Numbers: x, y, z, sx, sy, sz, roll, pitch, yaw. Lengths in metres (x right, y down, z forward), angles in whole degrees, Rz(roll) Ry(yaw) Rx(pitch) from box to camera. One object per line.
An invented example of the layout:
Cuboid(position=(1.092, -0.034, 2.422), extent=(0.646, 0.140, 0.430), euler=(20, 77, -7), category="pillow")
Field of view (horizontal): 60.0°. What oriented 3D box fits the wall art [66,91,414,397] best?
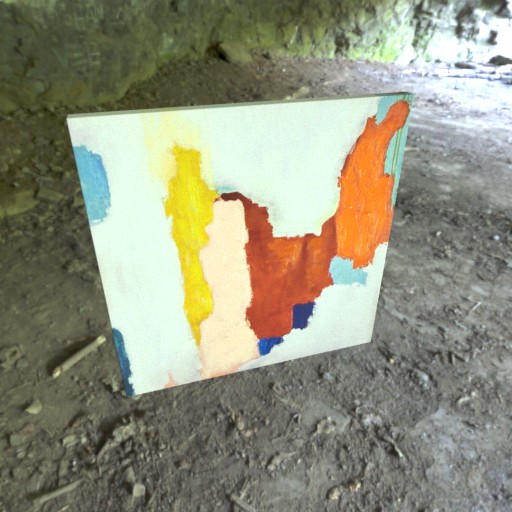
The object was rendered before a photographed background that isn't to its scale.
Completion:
Cuboid(position=(0.000, 0.000, 1.526), extent=(1.017, 1.017, 0.044), euler=(-9, 32, -15), category="wall art")
